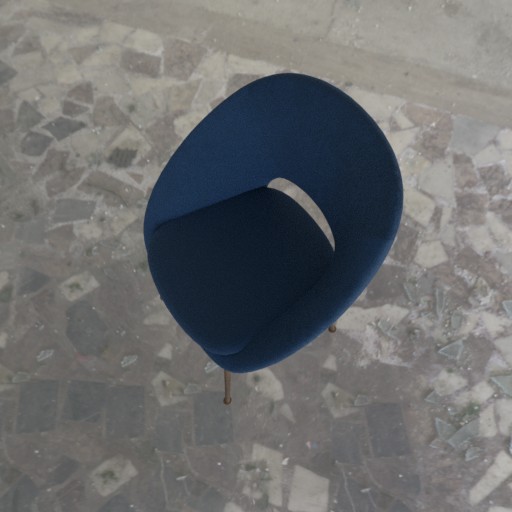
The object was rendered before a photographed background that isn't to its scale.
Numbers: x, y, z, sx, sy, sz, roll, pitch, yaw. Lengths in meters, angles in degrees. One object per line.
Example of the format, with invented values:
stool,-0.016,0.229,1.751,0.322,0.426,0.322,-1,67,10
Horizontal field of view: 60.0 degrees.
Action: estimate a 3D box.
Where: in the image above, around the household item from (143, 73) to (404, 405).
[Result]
household item,0.000,0.000,1.265,0.573,0.852,0.623,-31,68,-14
